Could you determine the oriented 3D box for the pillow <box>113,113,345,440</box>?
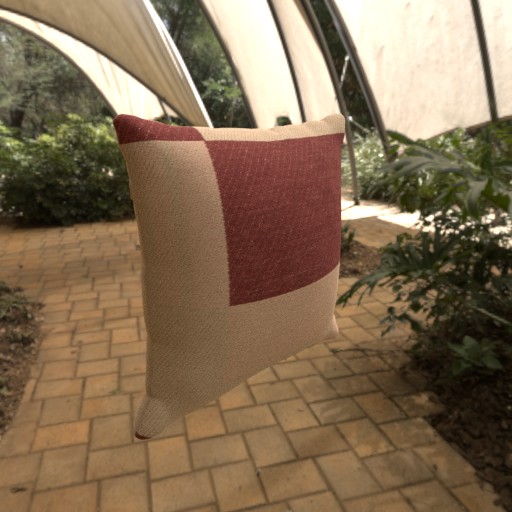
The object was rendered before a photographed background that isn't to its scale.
[{"bbox_3d":[0.000,0.000,0.813,0.536,0.506,0.229,-16,22,-42],"label":"pillow"}]
